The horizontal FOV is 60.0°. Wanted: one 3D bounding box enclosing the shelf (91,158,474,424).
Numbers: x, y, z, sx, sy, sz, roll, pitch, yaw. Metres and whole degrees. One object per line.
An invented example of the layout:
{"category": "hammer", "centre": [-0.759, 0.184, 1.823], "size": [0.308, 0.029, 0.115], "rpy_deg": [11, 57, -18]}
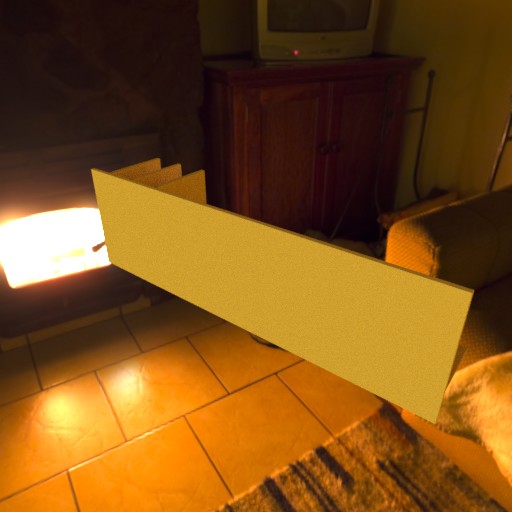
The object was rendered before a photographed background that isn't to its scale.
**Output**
{"category": "shelf", "centre": [0.000, 0.000, 1.115], "size": [1.020, 0.300, 0.200], "rpy_deg": [21, 35, 32]}
